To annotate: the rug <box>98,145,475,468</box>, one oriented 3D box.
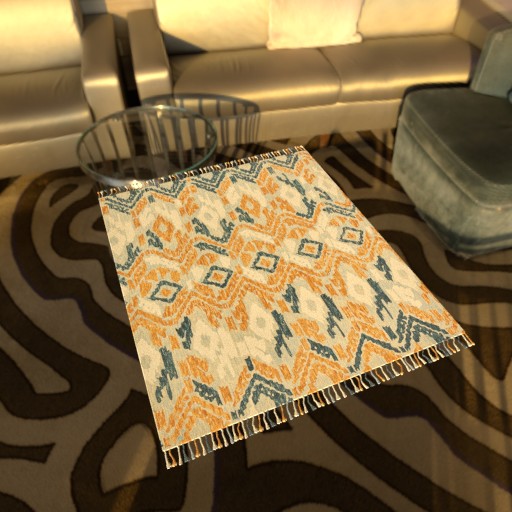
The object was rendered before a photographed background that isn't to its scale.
[{"bbox_3d":[0.000,0.000,4.087,2.439,0.010,3.048,-16,48,-15],"label":"rug"}]
